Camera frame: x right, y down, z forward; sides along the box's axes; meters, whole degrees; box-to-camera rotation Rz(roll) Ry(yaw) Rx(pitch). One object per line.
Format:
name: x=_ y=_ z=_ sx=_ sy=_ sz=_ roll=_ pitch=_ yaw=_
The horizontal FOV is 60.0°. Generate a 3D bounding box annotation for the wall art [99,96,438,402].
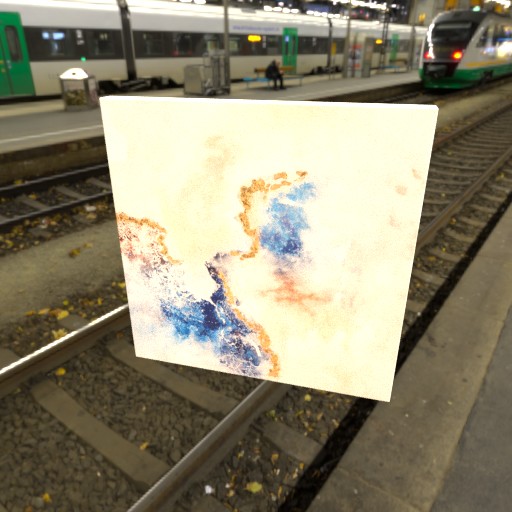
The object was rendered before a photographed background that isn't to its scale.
wall art: x=0.000 y=0.000 z=1.602 sx=1.061 sy=1.061 sz=0.071 roll=7 pitch=26 yaw=14
